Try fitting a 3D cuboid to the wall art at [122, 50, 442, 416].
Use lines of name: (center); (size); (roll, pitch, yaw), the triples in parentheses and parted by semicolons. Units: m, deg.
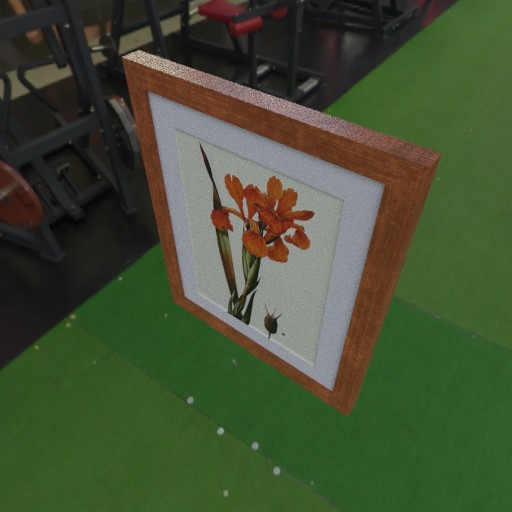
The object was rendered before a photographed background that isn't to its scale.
wall art: (0.000, 0.000, 0.759); (0.467, 0.567, 0.033); (28, 52, 25)
